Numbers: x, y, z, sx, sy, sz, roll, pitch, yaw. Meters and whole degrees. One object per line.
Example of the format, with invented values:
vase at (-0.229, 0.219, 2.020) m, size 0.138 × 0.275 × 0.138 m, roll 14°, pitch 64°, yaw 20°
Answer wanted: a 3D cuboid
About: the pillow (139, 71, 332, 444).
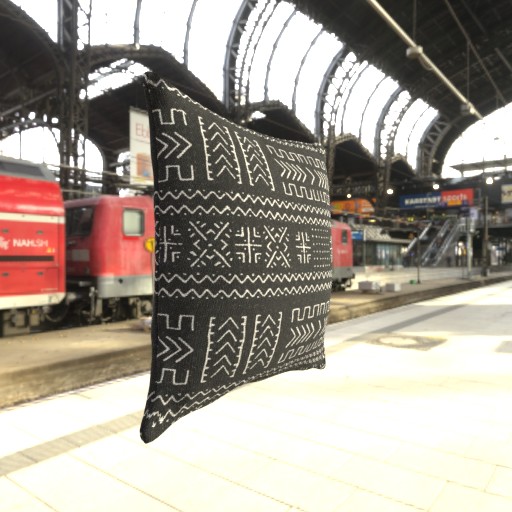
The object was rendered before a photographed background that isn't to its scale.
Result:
pillow at (0.000, 0.000, 0.671) m, size 0.164 × 0.430 × 0.438 m, roll 0°, pitch 0°, yaw 36°
